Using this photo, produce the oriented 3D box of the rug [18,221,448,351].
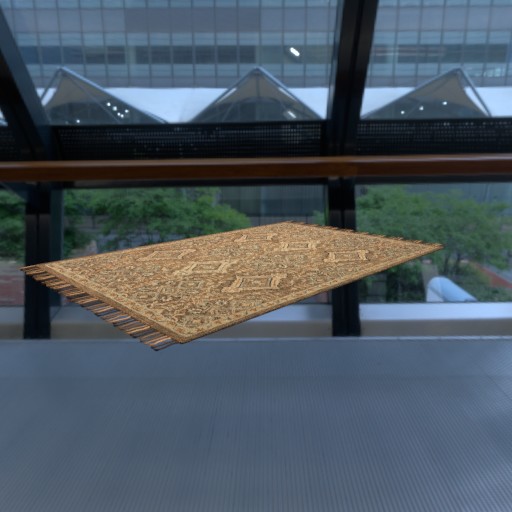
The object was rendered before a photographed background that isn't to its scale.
[{"bbox_3d":[0.000,0.000,2.897,2.434,0.010,1.516,-13,19,-43],"label":"rug"}]
